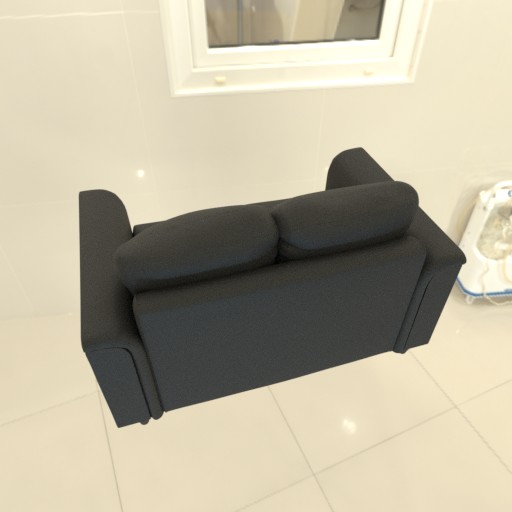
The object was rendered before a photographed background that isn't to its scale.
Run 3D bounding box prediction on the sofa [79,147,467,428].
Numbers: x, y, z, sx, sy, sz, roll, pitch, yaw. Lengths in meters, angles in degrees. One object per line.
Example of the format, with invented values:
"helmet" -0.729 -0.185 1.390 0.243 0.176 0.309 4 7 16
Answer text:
"sofa" 0.000 0.000 1.937 1.386 0.845 0.887 -12 44 -12
